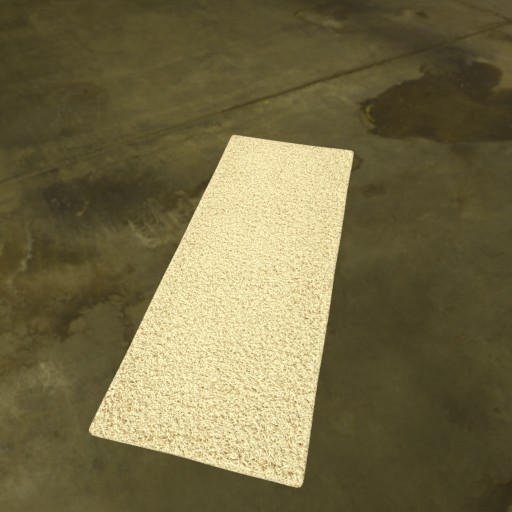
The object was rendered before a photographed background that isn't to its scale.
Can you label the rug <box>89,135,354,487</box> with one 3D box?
[{"bbox_3d":[0.000,0.000,1.693,0.609,0.030,1.524,10,49,9],"label":"rug"}]
